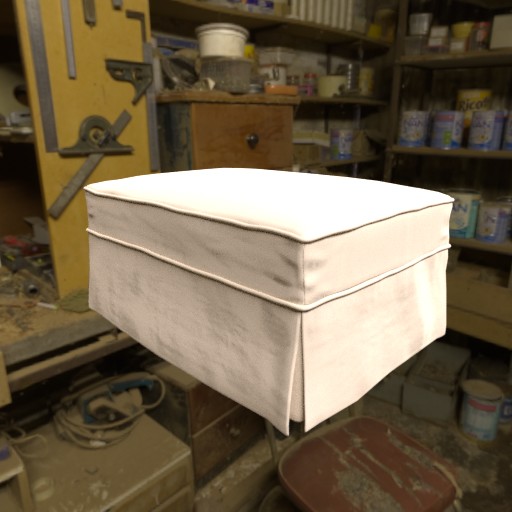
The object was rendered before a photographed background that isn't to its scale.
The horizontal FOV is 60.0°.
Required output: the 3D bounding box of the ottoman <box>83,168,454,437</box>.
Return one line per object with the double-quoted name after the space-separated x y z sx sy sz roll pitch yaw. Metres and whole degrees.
0.000 0.000 1.335 0.703 0.479 0.944 -16 23 -42 "ottoman"
